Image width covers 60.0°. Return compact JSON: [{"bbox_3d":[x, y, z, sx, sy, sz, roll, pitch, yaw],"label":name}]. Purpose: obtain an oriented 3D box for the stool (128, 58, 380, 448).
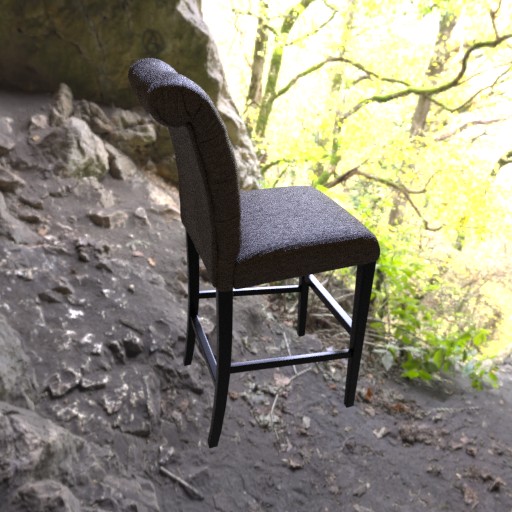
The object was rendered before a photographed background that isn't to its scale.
[{"bbox_3d":[0.000,0.000,1.400,0.613,1.131,0.452,-10,32,-17],"label":"stool"}]
